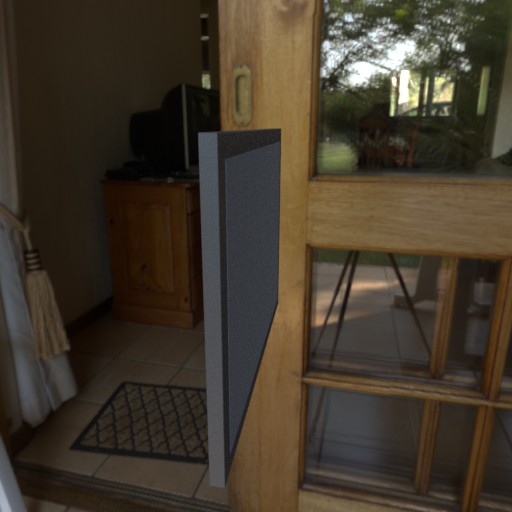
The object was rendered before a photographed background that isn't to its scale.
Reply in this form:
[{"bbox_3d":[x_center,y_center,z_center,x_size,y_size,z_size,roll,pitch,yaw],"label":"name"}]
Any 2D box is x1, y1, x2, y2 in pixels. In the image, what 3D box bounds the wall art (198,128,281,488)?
[{"bbox_3d":[0.000,0.000,0.559,0.016,0.306,0.432,3,17,9],"label":"wall art"}]
